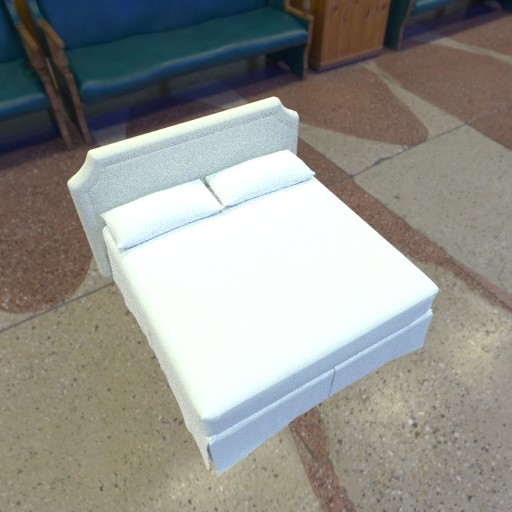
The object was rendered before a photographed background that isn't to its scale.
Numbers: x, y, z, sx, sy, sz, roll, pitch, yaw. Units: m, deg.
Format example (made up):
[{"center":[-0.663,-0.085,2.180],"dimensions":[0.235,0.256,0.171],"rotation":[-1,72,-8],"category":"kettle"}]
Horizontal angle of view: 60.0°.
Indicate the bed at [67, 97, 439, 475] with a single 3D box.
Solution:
[{"center":[0.000,0.000,3.502],"dimensions":[2.160,1.301,2.204],"rotation":[-24,51,-21],"category":"bed"}]
